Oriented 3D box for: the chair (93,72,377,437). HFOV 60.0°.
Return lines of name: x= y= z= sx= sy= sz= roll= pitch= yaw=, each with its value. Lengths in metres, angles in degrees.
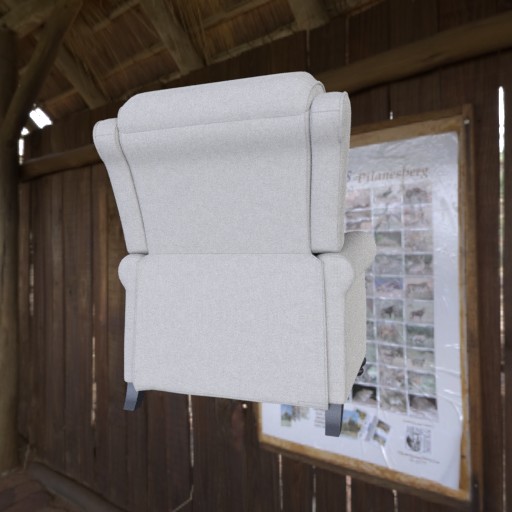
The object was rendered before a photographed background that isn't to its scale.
chair: x=0.000 y=0.000 z=1.704 sx=0.859 sy=1.046 sz=0.919 roll=0 pitch=0 yaw=19
